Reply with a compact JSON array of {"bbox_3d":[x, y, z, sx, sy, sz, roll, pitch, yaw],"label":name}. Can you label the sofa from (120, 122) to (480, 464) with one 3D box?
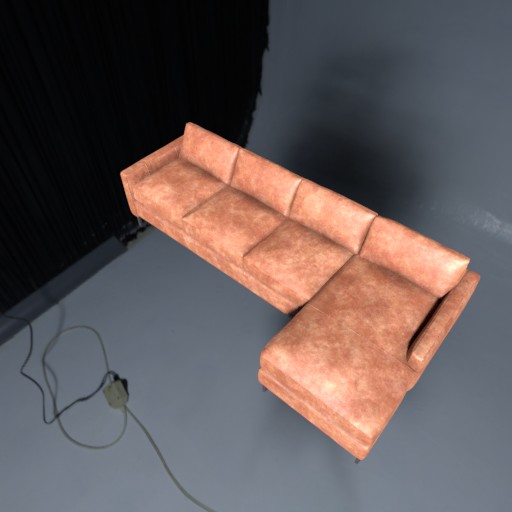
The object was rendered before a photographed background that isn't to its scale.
[{"bbox_3d":[0.000,0.000,3.592,2.993,0.859,1.471,32,55,26],"label":"sofa"}]
